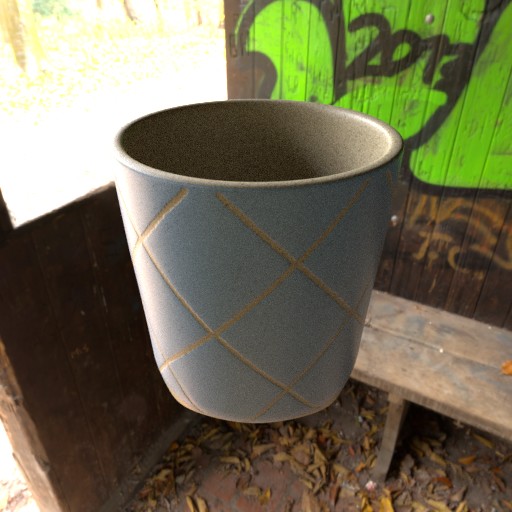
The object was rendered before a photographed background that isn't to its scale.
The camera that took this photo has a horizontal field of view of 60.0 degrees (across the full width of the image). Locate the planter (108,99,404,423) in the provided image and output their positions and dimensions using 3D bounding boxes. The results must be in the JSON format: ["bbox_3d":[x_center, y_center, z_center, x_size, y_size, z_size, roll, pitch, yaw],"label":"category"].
[{"bbox_3d":[0.000,0.000,0.414,0.227,0.235,0.227,0,32,0],"label":"planter"}]
